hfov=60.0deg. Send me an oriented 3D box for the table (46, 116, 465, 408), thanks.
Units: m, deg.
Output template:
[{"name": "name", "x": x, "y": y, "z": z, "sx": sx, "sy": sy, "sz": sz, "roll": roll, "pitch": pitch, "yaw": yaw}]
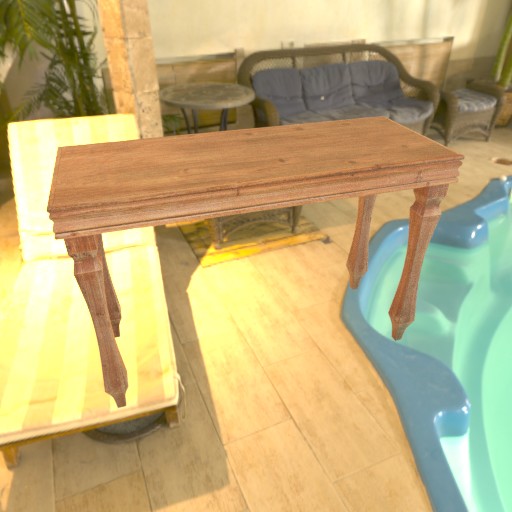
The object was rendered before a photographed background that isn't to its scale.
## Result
[{"name": "table", "x": 0.000, "y": 0.000, "z": 1.784, "sx": 1.330, "sy": 0.873, "sz": 0.522, "roll": -10, "pitch": 34, "yaw": -15}]
